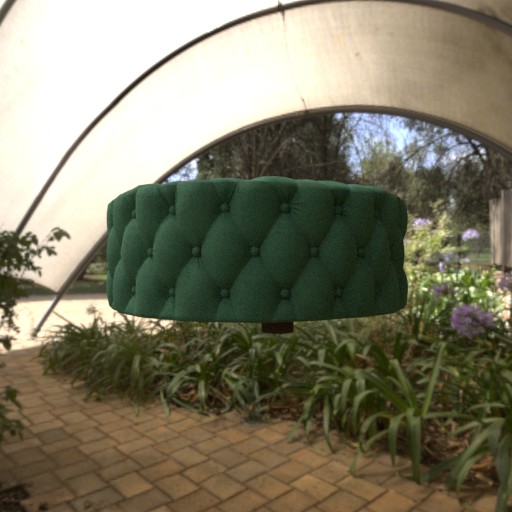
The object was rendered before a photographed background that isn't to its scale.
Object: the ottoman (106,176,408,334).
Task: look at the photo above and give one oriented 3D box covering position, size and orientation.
[{"bbox_3d":[0.000,0.000,1.538,0.998,0.399,0.998,0,-1,0],"label":"ottoman"}]
